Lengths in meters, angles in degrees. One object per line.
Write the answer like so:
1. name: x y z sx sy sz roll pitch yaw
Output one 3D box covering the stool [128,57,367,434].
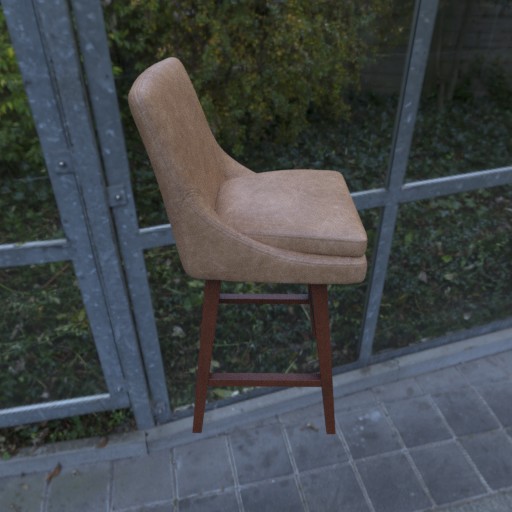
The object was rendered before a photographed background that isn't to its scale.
1. stool: 0.000 0.000 1.374 0.572 1.079 0.487 0 33 0
